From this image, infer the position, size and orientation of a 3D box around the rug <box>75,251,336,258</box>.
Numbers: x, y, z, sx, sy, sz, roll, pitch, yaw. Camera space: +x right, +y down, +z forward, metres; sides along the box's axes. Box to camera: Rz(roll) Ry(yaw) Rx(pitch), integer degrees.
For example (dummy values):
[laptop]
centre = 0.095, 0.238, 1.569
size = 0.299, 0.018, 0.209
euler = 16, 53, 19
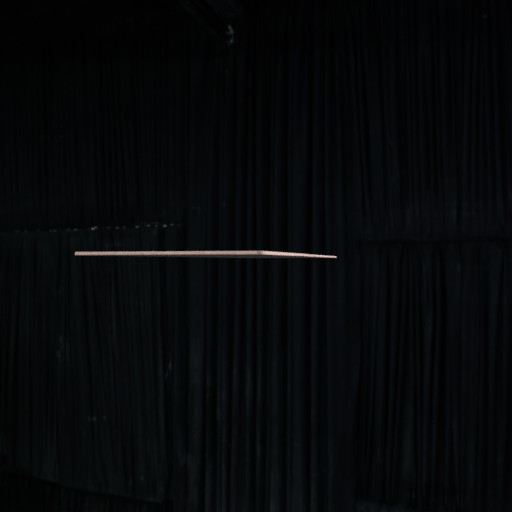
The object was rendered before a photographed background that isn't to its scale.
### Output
[rug]
centre = 0.000, 0.000, 2.754
size = 0.760, 0.015, 2.435
euler = 0, -1, 16
